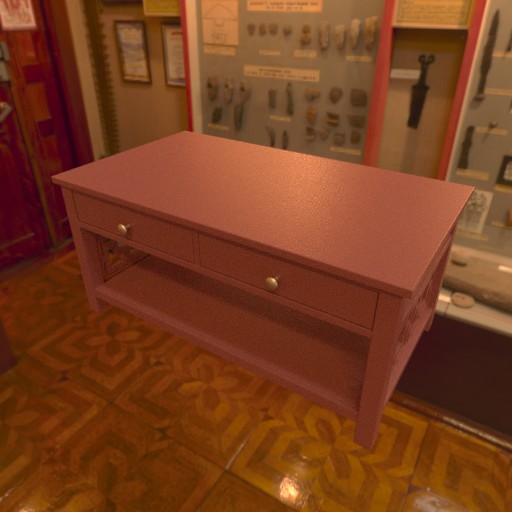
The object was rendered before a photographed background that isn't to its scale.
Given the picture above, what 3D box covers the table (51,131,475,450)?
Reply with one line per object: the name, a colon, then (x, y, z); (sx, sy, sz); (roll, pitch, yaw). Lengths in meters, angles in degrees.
table: (0.000, 0.000, 1.400); (1.068, 0.493, 0.612); (19, 36, 28)
